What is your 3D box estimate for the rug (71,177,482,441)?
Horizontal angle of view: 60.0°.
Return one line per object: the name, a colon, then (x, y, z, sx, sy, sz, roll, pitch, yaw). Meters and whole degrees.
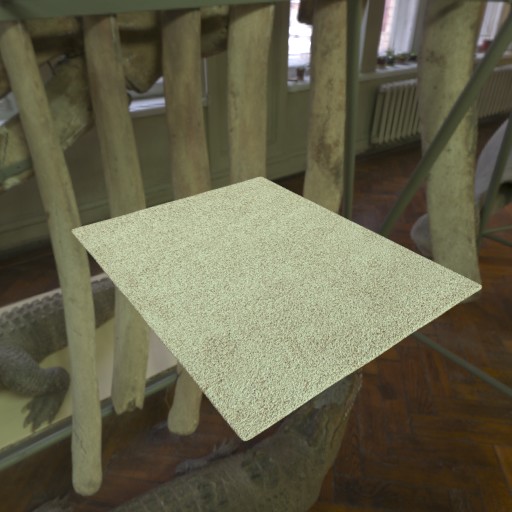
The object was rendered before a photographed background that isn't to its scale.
rug: (0.000, 0.000, 4.094, 2.438, 0.029, 3.047, -21, 38, -31)
